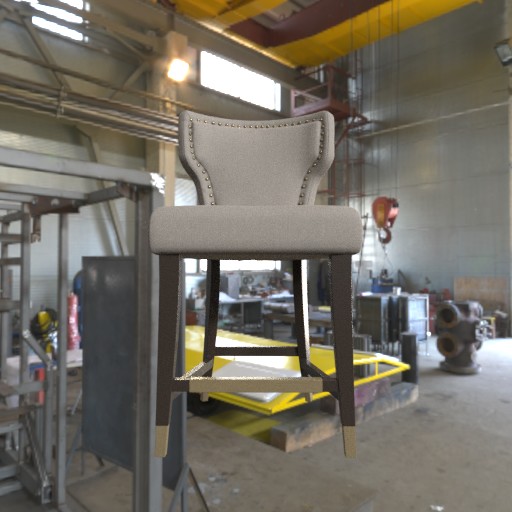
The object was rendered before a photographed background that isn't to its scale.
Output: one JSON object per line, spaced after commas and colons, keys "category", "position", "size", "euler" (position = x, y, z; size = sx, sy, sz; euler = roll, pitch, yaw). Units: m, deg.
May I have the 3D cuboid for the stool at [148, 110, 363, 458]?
{"category": "stool", "position": [0.000, 0.000, 1.326], "size": [0.527, 0.982, 0.563], "euler": [0, -1, 0]}
